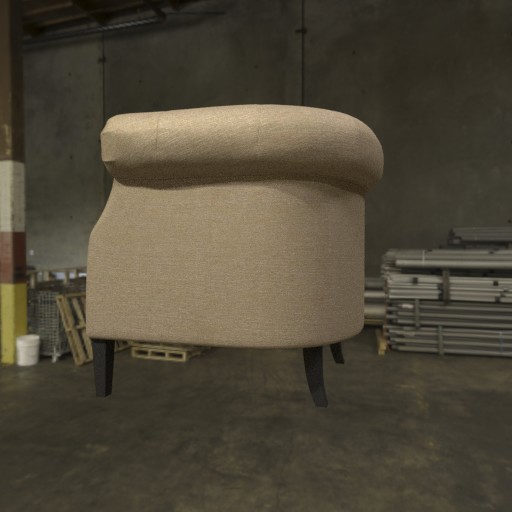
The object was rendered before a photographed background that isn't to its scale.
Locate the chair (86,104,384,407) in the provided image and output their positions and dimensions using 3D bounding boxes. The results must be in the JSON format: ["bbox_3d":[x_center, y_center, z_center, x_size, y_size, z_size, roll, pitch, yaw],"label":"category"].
[{"bbox_3d":[0.000,0.000,1.544,0.852,0.827,0.905,0,1,17],"label":"chair"}]
